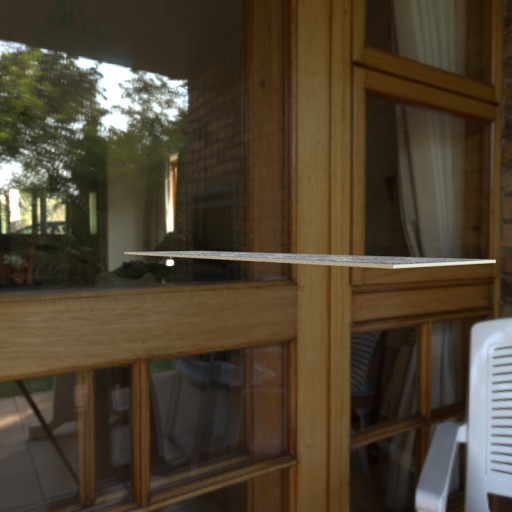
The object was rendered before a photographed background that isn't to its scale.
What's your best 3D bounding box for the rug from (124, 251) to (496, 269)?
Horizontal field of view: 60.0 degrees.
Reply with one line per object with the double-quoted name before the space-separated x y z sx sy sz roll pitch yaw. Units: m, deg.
"rug" 0.000 0.000 2.478 0.661 0.013 2.297 -1 2 -37
